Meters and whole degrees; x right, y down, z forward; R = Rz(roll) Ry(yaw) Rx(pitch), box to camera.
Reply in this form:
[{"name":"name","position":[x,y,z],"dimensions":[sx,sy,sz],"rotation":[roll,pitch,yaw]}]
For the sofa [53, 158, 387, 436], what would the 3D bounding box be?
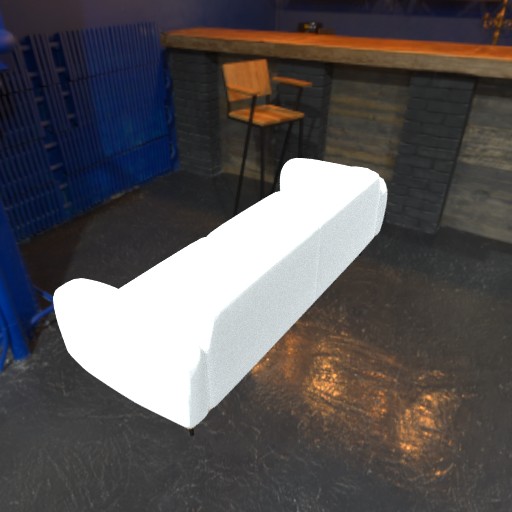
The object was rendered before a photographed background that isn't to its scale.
[{"name":"sofa","position":[0.000,0.000,2.749],"dimensions":[0.870,0.780,2.280],"rotation":[20,37,29]}]
